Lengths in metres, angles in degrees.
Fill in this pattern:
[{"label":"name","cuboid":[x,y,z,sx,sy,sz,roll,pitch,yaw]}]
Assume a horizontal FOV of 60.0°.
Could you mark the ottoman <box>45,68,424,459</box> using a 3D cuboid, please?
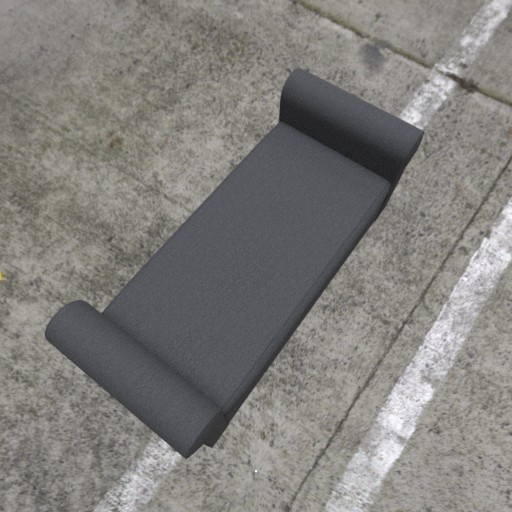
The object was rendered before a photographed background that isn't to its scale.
[{"label":"ottoman","cuboid":[0.000,0.000,1.556,0.521,0.547,1.256,34,69,15]}]
